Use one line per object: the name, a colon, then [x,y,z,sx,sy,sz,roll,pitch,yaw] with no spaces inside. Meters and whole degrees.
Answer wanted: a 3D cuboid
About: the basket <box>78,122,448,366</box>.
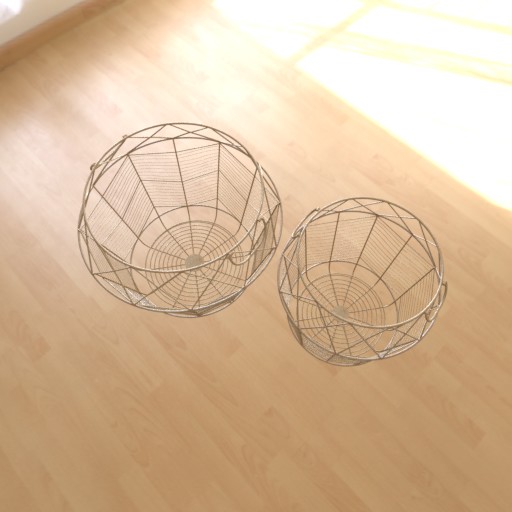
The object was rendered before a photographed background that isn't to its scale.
basket: [0.000,0.000,1.019,0.805,0.343,0.451,19,65,9]
